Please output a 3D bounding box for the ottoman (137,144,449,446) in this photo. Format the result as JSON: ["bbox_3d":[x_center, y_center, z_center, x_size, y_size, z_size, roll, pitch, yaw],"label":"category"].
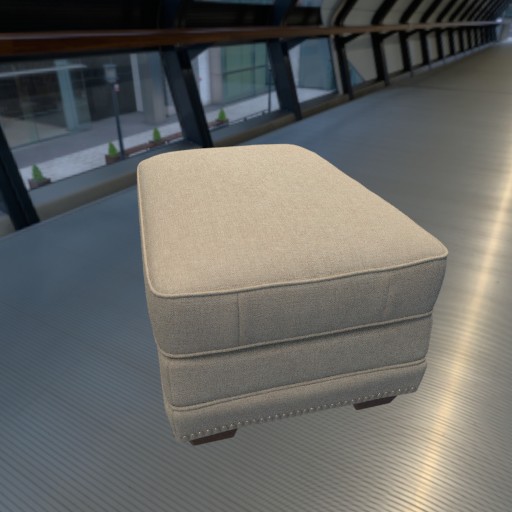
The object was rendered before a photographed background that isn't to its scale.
[{"bbox_3d":[0.000,0.000,1.151,0.559,0.458,0.813,-7,30,-13],"label":"ottoman"}]
